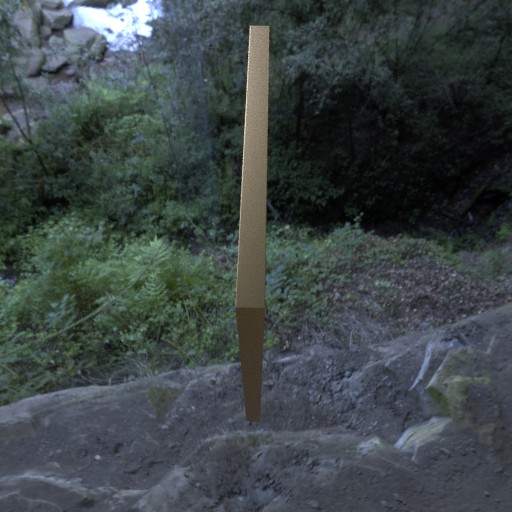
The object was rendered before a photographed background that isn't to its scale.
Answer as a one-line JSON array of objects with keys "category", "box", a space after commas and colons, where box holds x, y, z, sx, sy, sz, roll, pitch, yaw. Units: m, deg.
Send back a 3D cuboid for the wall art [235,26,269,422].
[{"category": "wall art", "box": [0.000, 0.000, 1.051, 0.038, 0.762, 0.610, 1, 59, 1]}]
